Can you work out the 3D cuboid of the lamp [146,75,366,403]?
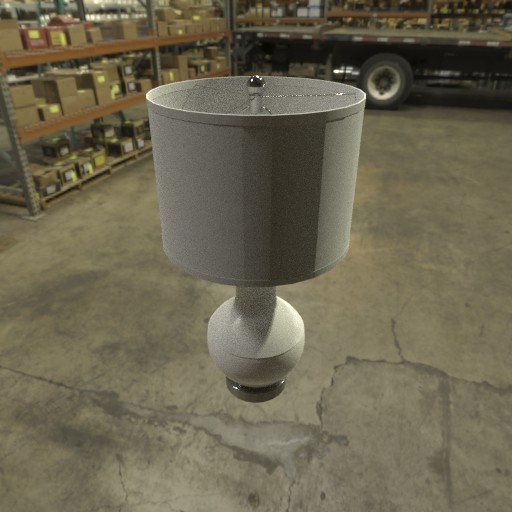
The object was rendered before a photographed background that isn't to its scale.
[{"bbox_3d":[0.000,0.000,0.883,0.357,0.673,0.357,10,31,16],"label":"lamp"}]
